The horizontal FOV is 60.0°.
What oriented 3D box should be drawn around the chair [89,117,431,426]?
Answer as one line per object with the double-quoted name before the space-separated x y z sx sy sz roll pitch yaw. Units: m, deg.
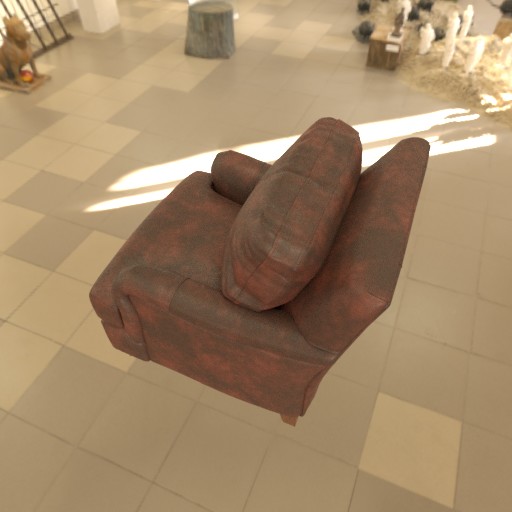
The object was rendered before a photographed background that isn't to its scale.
"chair" 0.000 0.000 1.954 1.156 1.051 0.987 17 48 15
